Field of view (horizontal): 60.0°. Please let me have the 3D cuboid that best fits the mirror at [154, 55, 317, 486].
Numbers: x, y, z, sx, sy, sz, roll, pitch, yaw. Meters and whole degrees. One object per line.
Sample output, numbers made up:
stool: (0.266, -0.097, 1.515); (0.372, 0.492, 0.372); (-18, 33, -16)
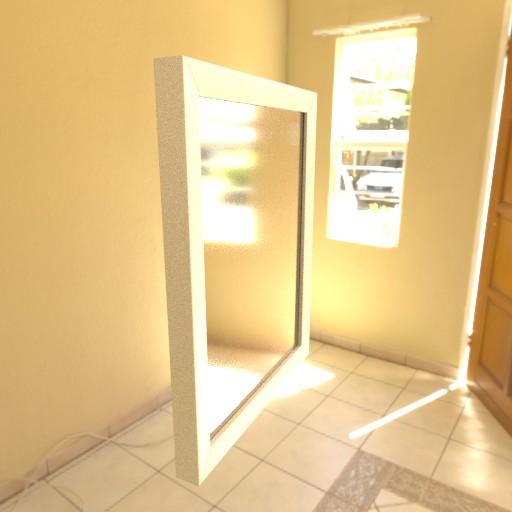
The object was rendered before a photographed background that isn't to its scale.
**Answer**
mirror: (0.000, 0.000, 0.684); (0.041, 0.508, 0.405); (7, 16, 26)
